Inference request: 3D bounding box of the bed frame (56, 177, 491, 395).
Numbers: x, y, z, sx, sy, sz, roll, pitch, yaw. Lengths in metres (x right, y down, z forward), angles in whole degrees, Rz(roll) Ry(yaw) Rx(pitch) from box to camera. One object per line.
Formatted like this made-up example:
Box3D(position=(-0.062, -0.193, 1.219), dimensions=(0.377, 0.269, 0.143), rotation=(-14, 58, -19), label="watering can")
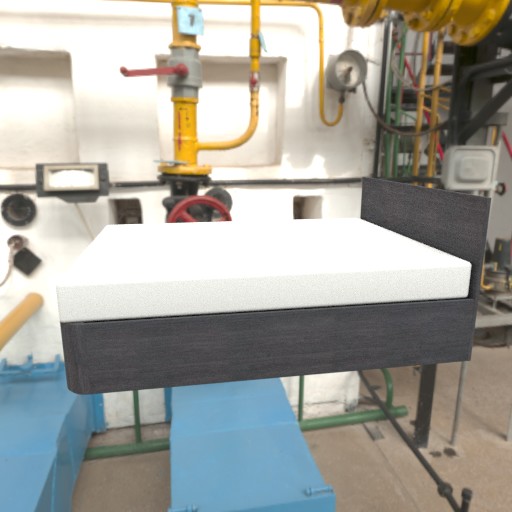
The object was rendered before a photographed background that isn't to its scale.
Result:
Box3D(position=(0.000, 0.000, 2.595), dimensions=(1.900, 0.800, 1.400), rotation=(-2, 14, -10), label="bed frame")
